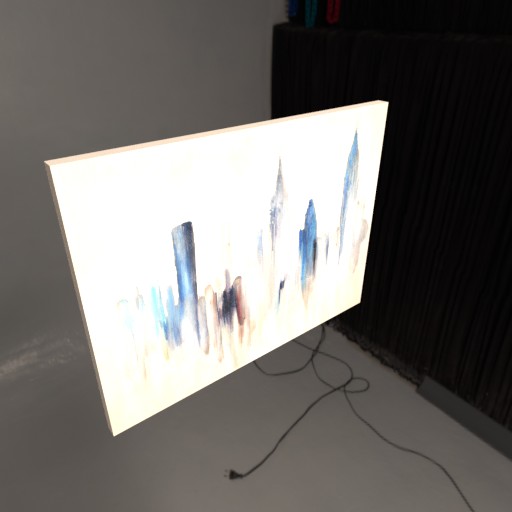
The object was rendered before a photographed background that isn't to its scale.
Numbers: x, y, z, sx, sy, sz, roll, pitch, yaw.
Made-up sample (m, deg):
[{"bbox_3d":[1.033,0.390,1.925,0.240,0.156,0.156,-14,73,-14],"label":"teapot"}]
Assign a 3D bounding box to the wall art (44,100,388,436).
[{"bbox_3d":[0.000,0.000,1.308,1.016,0.762,0.038,-21,36,-32],"label":"wall art"}]
